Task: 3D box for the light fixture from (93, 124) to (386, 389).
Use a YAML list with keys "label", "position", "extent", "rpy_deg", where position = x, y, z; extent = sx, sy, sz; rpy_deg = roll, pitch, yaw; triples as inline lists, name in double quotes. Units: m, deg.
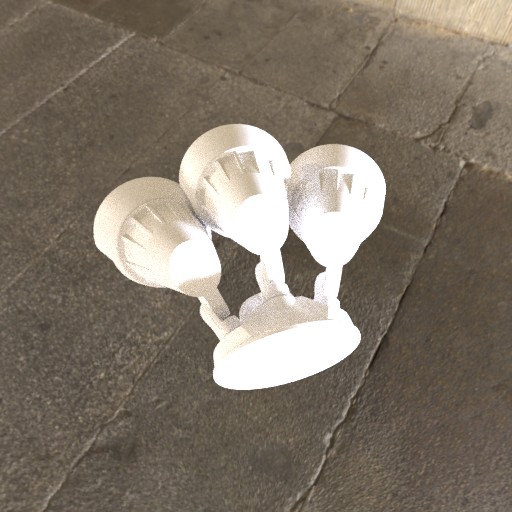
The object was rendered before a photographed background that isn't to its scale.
- label: "light fixture"
  position: [0.000, 0.000, 0.547]
  extent: [0.369, 0.237, 0.278]
  rpy_deg: [-12, 57, -8]
